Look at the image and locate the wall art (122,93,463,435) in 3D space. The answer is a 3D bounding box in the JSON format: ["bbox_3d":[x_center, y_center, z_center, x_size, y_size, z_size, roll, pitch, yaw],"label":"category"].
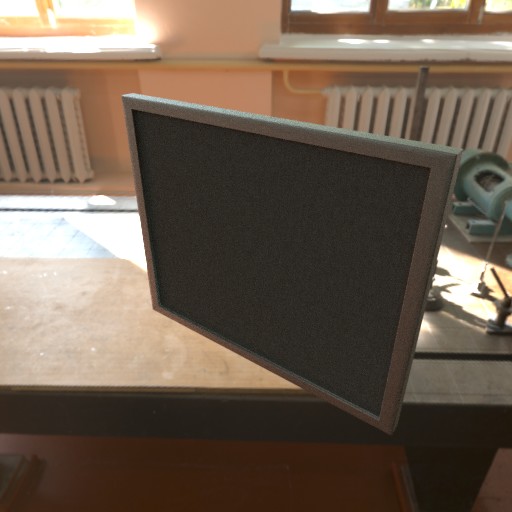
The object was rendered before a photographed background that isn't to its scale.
[{"bbox_3d":[0.000,0.000,0.741,0.556,0.457,0.028,20,36,31],"label":"wall art"}]
